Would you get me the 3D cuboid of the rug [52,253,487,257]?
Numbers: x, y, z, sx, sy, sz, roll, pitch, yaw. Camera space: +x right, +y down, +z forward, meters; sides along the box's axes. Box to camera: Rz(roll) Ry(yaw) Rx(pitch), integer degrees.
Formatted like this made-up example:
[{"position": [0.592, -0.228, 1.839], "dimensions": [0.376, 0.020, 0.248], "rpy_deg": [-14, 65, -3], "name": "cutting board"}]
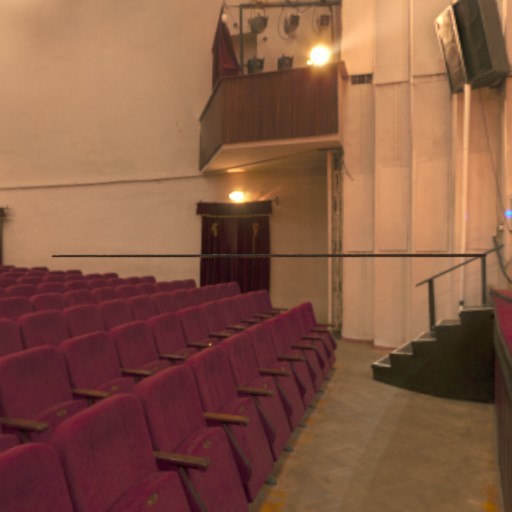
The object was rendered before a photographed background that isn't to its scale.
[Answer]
[{"position": [0.000, 0.000, 2.551], "dimensions": [2.276, 0.014, 0.678], "rpy_deg": [0, 0, 18], "name": "rug"}]
